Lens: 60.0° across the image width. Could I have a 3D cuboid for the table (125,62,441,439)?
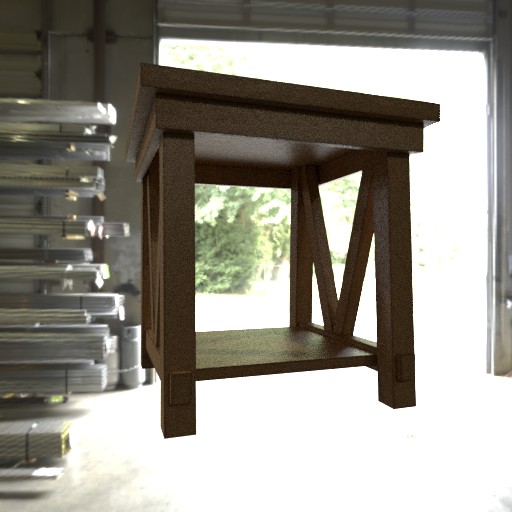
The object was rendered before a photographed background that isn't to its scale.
[{"bbox_3d":[0.000,0.000,1.119,0.610,0.638,0.612,0,0,-19],"label":"table"}]
